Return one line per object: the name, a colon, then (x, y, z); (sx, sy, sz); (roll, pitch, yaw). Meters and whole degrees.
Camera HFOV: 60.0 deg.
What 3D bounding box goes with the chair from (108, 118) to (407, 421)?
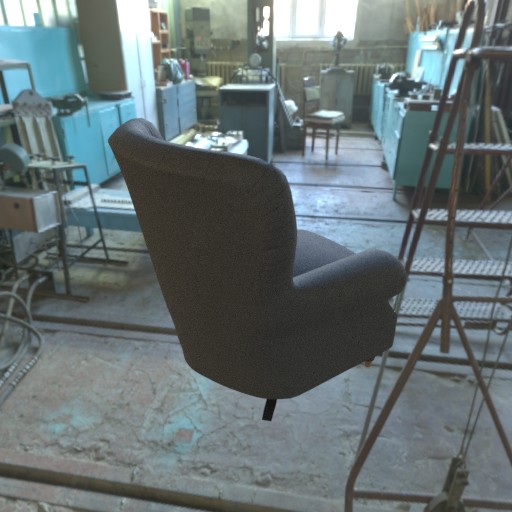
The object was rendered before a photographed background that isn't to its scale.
chair: (0.000, 0.000, 1.777); (0.983, 1.046, 0.983); (-18, 31, -31)
